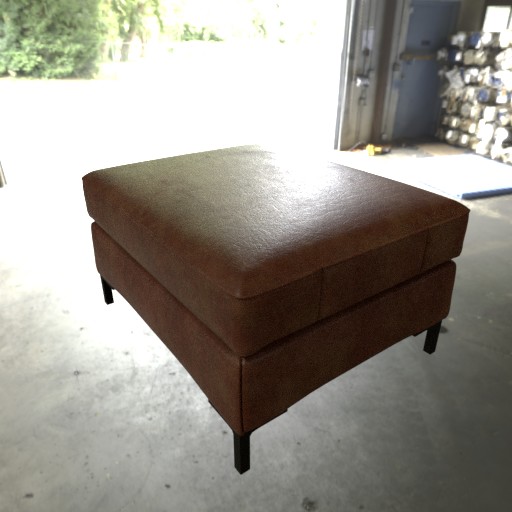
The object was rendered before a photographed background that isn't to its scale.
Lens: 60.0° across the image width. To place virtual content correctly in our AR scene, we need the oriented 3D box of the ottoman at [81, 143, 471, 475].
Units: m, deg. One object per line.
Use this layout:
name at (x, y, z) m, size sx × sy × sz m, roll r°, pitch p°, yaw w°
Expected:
ottoman at (0.000, 0.000, 1.771) m, size 0.965 × 0.667 × 1.186 m, roll -18°, pitch 32°, yaw -32°
